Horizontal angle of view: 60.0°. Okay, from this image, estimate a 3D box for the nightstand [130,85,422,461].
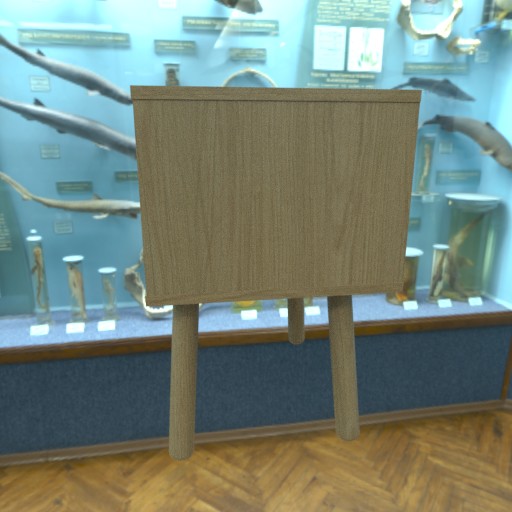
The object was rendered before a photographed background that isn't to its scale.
[{"bbox_3d":[0.000,0.000,0.857,0.380,0.571,0.450,-2,16,-9],"label":"nightstand"}]
